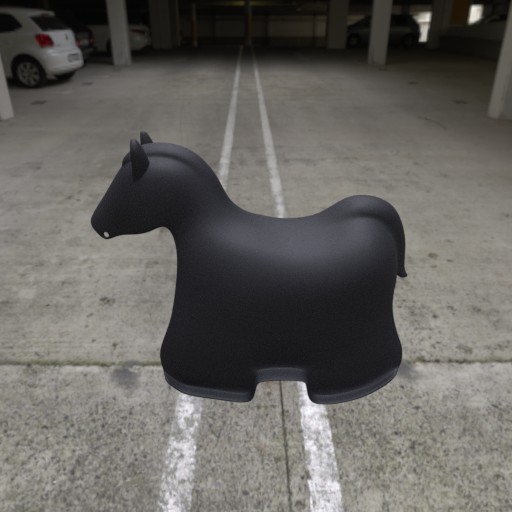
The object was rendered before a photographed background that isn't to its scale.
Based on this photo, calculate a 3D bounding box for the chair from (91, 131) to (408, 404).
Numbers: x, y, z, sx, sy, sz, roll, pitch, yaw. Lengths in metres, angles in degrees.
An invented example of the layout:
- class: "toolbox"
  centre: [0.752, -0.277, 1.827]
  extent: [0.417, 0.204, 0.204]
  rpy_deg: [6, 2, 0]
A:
- class: "chair"
  centre: [0.000, 0.000, 1.138]
  extent: [0.800, 0.612, 0.429]
  rpy_deg: [-1, 25, -1]
